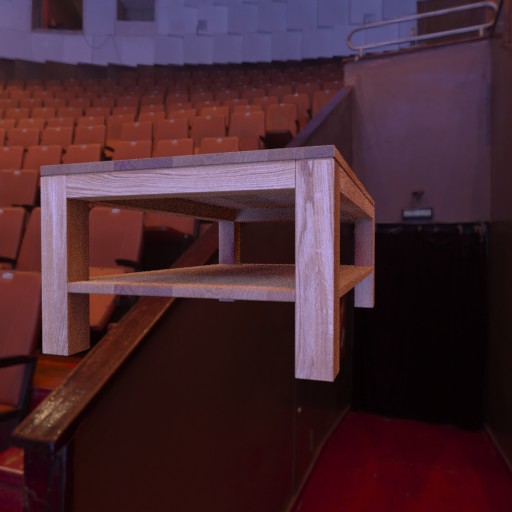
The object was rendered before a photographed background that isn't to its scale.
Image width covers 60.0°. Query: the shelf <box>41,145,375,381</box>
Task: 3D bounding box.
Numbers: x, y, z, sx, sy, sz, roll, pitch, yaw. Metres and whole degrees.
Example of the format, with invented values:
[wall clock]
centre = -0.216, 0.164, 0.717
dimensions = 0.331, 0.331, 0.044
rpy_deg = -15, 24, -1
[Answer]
[shelf]
centre = 0.000, 0.000, 1.497
dimensions = 0.700, 0.450, 1.150
rpy_deg = 0, 1, 19
